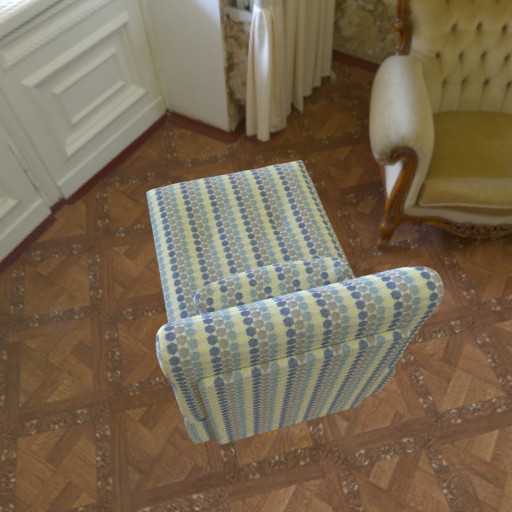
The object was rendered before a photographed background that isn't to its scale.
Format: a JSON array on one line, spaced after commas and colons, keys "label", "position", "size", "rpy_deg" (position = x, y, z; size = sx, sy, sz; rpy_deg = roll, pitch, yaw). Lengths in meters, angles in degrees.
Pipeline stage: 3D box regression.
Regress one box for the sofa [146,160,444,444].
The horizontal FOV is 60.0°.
[{"label": "sofa", "position": [0.000, 0.000, 1.547], "size": [0.700, 0.820, 1.000], "rpy_deg": [-12, 57, -8]}]
